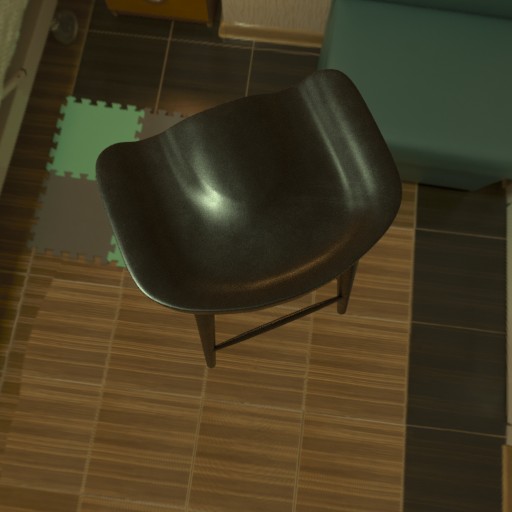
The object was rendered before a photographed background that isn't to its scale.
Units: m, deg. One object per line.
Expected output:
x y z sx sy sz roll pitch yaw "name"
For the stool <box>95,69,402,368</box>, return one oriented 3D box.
0.000 0.000 0.973 0.440 0.749 0.361 -21 78 -5 "stool"
